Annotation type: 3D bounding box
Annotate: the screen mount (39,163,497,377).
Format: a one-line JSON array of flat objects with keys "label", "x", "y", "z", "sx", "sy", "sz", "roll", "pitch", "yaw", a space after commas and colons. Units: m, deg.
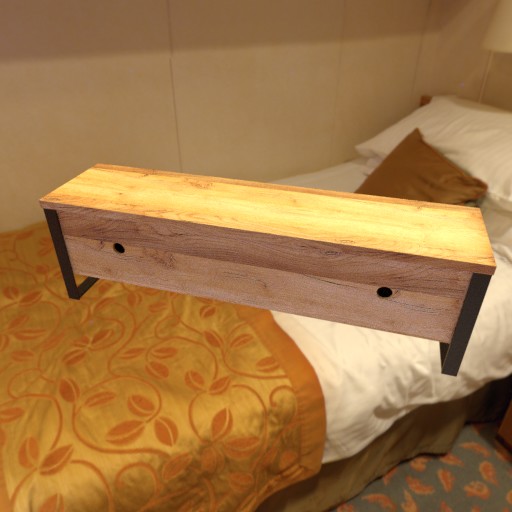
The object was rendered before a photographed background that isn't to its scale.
[{"label": "screen mount", "x": 0.000, "y": 0.000, "z": 1.704, "sx": 1.524, "sy": 0.450, "sz": 0.395, "roll": 9, "pitch": 34, "yaw": 14}]
